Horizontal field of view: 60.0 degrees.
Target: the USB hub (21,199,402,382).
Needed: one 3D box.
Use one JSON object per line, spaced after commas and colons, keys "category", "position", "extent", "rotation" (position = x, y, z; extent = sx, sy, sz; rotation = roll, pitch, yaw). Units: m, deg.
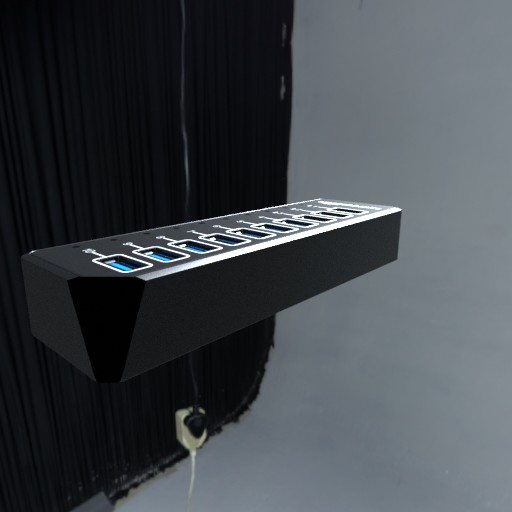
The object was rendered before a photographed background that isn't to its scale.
{"category": "USB hub", "position": [0.000, 0.000, 0.160], "extent": [0.044, 0.023, 0.145], "rotation": [14, 21, 41]}
